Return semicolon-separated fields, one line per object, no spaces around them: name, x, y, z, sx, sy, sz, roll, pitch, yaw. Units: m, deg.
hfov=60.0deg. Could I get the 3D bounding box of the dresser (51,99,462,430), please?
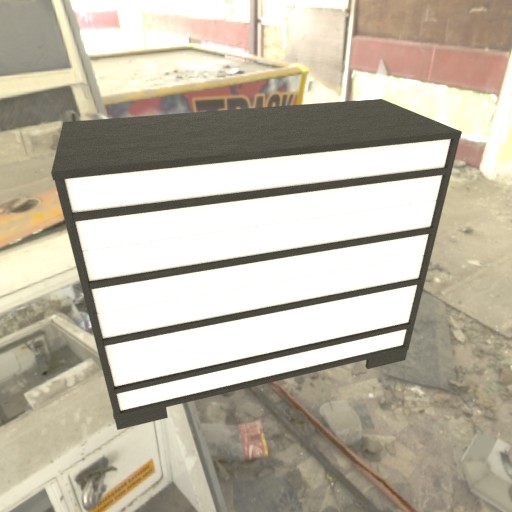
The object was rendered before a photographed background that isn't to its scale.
dresser;0.000;0.000;1.401;0.994;0.816;0.404;-9;33;-14
